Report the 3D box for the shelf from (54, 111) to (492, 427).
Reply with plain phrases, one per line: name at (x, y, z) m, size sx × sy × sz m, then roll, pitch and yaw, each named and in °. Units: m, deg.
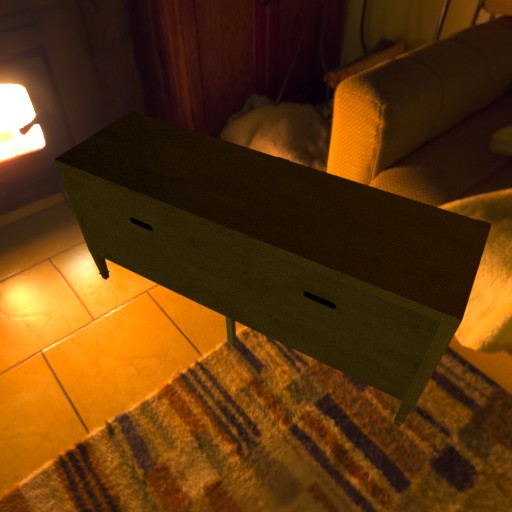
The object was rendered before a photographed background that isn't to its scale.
shelf at (0.000, 0.000, 1.886) m, size 1.575 × 0.719 × 0.479 m, roll 22°, pitch 50°, yaw 20°
